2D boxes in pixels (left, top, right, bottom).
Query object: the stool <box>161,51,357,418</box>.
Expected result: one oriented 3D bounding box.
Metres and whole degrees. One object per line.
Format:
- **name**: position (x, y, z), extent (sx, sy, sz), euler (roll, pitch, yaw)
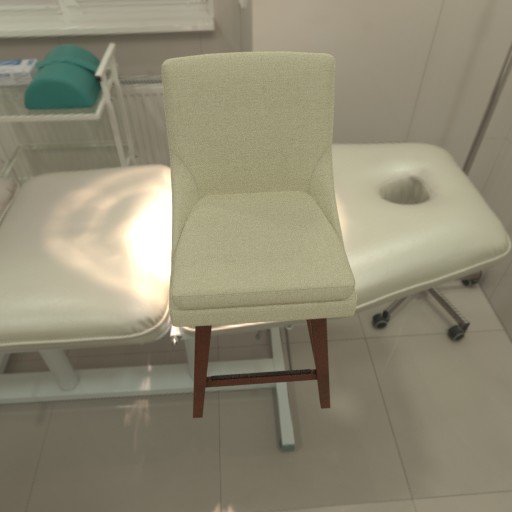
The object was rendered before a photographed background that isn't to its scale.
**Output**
- **stool**: position (0.000, 0.000, 1.326), extent (0.469, 0.991, 0.559), euler (-3, 45, -3)
